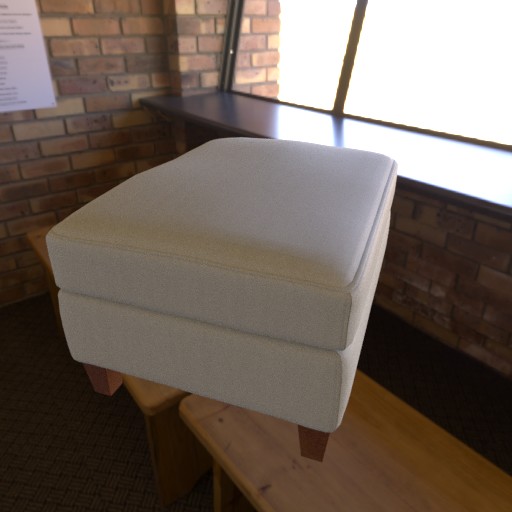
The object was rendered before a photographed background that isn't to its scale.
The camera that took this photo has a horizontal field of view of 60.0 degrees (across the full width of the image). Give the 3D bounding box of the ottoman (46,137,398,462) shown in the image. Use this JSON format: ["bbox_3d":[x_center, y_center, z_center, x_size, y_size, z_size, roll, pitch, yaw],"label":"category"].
[{"bbox_3d":[0.000,0.000,1.185,0.634,0.496,0.818,10,30,18],"label":"ottoman"}]
